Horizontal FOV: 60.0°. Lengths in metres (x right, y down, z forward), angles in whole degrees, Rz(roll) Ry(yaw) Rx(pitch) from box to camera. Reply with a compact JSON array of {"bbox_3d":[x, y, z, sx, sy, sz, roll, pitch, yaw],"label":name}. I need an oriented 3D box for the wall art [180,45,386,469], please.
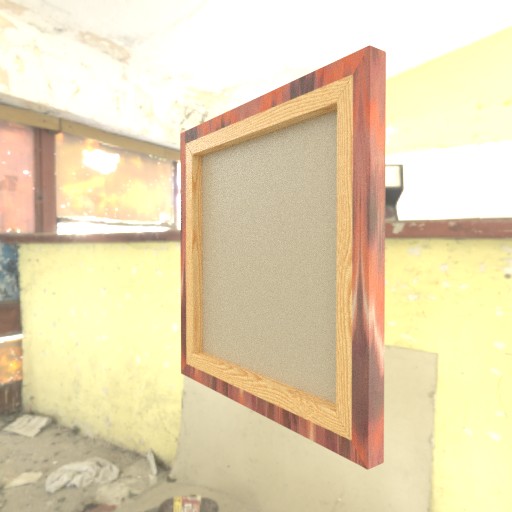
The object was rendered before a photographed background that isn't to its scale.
[{"bbox_3d":[0.000,0.000,0.888,0.037,0.609,0.603,-1,1,-36],"label":"wall art"}]
